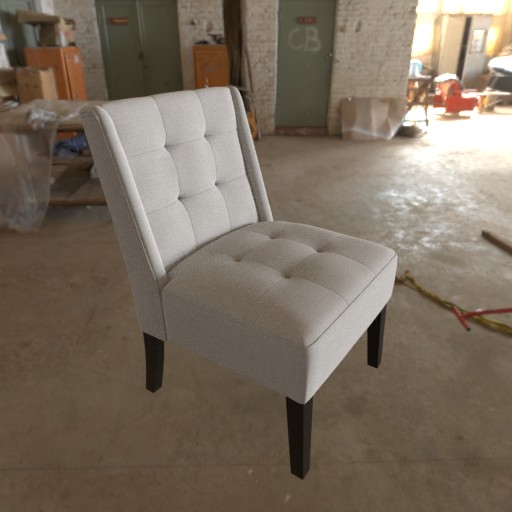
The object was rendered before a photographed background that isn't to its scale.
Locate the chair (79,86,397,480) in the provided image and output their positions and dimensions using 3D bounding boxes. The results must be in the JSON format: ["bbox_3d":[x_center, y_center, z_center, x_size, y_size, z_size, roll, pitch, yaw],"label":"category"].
[{"bbox_3d":[0.000,0.000,1.276,0.676,0.853,0.569,17,31,31],"label":"chair"}]
